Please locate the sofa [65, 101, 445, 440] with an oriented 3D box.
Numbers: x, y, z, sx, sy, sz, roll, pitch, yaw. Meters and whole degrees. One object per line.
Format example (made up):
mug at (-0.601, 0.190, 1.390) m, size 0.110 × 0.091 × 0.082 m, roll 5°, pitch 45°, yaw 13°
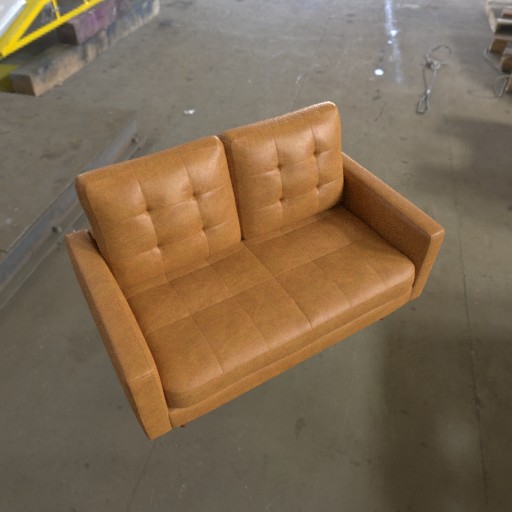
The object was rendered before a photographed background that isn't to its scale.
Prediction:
sofa at (0.000, 0.000, 1.953) m, size 1.430 × 0.898 × 0.868 m, roll -23°, pitch 49°, yaw -21°
